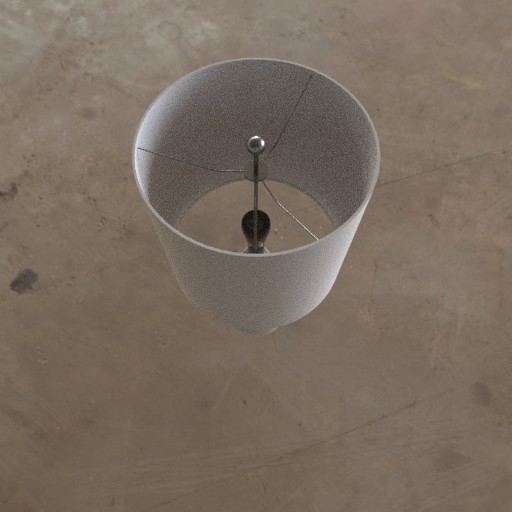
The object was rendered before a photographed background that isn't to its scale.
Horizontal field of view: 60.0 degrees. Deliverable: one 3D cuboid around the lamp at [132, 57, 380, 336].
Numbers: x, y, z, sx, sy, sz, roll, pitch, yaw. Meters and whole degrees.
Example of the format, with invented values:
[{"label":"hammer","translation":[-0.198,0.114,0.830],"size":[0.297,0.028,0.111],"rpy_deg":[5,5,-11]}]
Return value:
[{"label":"lamp","translation":[0.000,0.000,0.589],"size":[0.214,0.466,0.214],"rpy_deg":[1,65,0]}]
